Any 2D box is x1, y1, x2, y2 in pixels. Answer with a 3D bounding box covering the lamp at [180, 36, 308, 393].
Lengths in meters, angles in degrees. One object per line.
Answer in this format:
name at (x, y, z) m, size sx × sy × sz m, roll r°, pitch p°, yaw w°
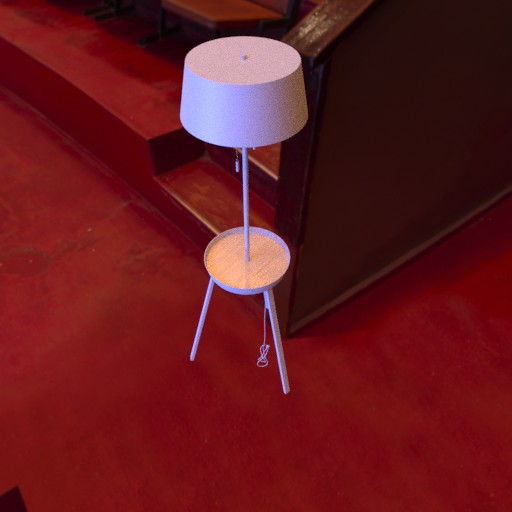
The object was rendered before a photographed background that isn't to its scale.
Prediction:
lamp at (0.000, 0.000, 1.638) m, size 0.508 × 1.429 × 0.468 m, roll -31°, pitch 54°, yaw -26°
